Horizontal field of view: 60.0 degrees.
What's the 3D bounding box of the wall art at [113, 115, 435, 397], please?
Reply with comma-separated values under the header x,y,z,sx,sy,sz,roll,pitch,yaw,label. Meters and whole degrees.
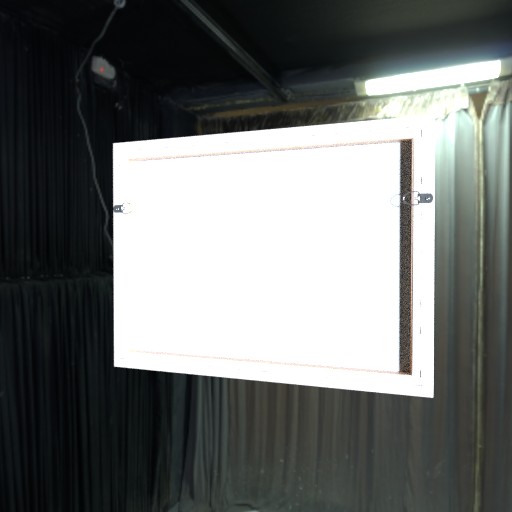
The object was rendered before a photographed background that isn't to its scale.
x,y,z,sx,sy,sz,roll,pitch,yaw,label
0.000,0.000,1.634,1.219,0.912,0.042,0,1,18,wall art
